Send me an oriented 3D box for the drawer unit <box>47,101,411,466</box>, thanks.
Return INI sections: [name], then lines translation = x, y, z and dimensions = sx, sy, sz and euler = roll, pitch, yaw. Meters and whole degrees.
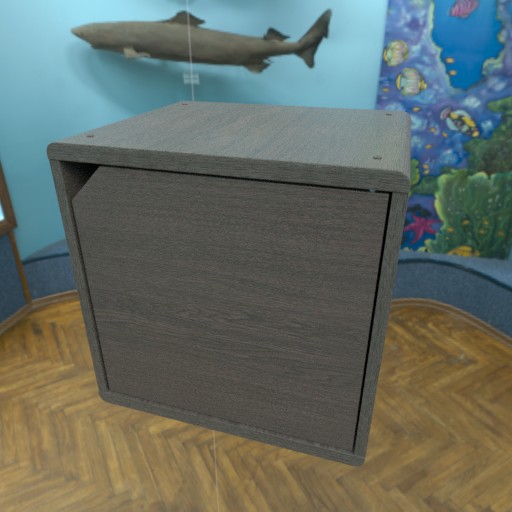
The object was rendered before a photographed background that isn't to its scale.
[drawer unit]
translation = 0.000, 0.000, 0.588
dimensions = 0.344, 0.344, 0.290
euler = 8, 28, 15
